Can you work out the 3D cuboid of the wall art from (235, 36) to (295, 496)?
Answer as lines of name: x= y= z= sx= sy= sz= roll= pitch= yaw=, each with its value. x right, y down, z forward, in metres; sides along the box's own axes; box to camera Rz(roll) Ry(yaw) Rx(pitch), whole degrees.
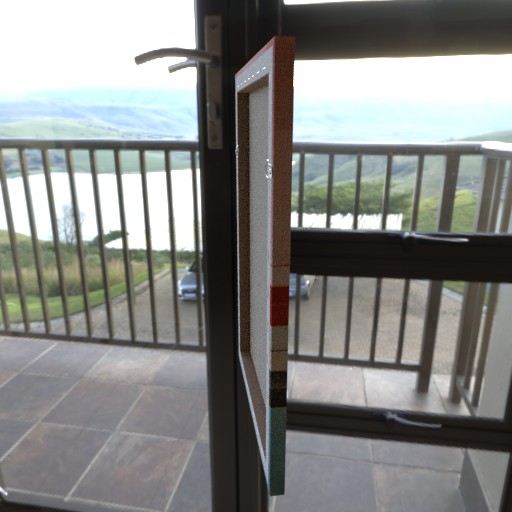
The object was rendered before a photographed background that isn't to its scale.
wall art: x=0.000 y=0.000 z=1.127 sx=0.038 sy=0.914 sz=0.610 roll=-2 pitch=17 yaw=-8
